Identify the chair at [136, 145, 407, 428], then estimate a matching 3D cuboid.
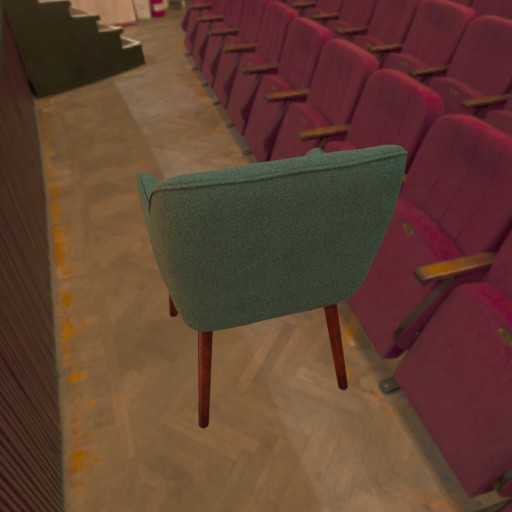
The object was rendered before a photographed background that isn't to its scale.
[{"bbox_3d":[0.000,0.000,1.183,0.543,0.803,0.519,-11,42,-12],"label":"chair"}]
